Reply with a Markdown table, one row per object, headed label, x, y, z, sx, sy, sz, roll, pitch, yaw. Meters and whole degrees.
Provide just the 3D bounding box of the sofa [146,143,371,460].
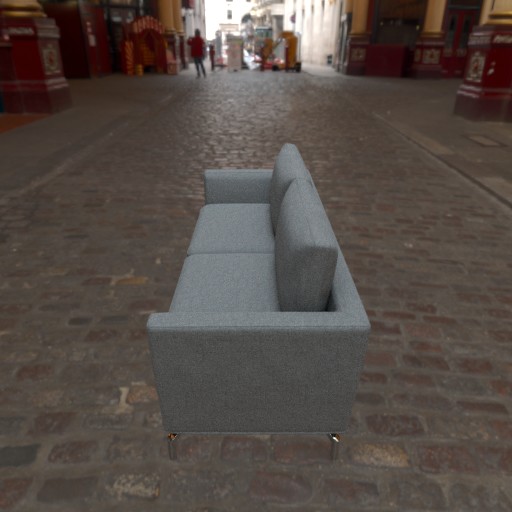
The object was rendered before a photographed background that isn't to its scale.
| label | x | y | z | sx | sy | sz | roll | pitch | yaw |
| --- | --- | --- | --- | --- | --- | --- | --- | --- | --- |
| sofa | 0.000 | 0.000 | 2.736 | 0.869 | 1.002 | 2.212 | 0 | 26 | 0 |
